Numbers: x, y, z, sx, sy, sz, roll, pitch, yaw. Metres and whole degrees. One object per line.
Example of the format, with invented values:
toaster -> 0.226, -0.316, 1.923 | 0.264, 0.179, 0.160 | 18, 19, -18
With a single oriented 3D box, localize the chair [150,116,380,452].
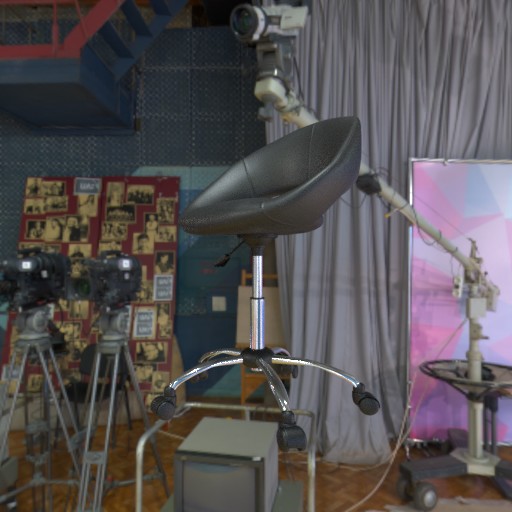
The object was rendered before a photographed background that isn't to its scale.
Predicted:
chair -> 0.000, 0.000, 1.186 | 0.538, 0.791, 0.612 | 0, 0, -37
